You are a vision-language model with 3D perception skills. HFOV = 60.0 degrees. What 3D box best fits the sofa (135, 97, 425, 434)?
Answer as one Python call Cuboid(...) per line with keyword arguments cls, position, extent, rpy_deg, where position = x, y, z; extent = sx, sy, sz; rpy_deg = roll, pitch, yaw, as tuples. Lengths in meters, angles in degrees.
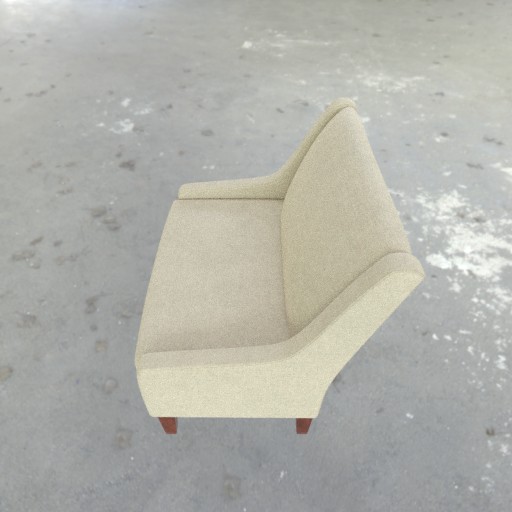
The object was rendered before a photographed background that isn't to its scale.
Cuboid(cls="sofa", position=(0.000, 0.000, 1.977), extent=(0.946, 0.976, 1.212), rpy_deg=(0, 42, 0))
